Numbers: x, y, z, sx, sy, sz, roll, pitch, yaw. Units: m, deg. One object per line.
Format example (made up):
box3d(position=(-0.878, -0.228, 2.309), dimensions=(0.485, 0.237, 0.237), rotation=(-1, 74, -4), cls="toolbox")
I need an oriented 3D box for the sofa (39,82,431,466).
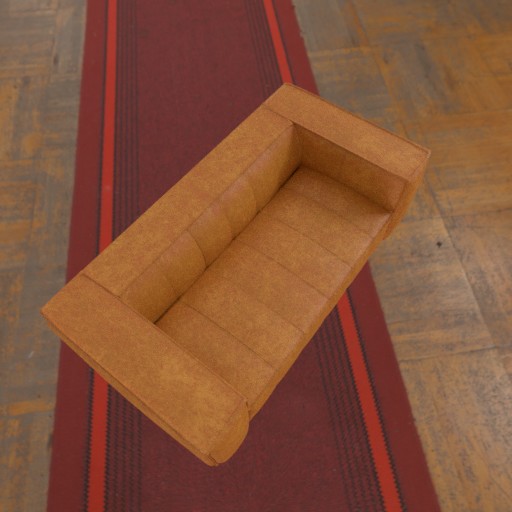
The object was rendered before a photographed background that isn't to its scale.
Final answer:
box3d(position=(0.000, 0.000, 2.619), dimensions=(1.102, 0.703, 2.088), rotation=(33, 65, 18), cls="sofa")
